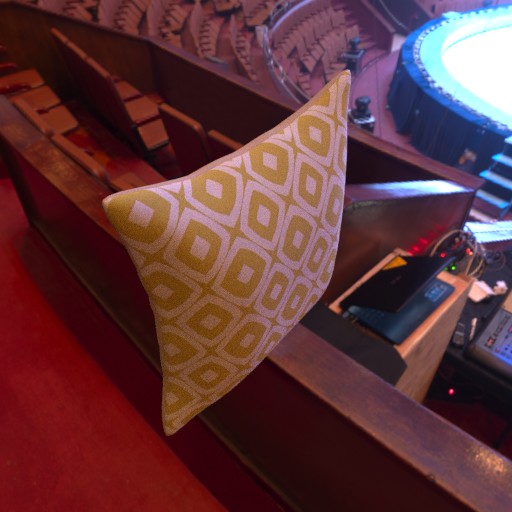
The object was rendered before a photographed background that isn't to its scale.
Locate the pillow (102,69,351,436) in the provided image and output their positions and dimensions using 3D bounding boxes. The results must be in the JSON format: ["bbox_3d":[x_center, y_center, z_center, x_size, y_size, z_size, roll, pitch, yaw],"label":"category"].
[{"bbox_3d":[0.000,0.000,0.762,0.188,0.494,0.504,28,48,28],"label":"pillow"}]
